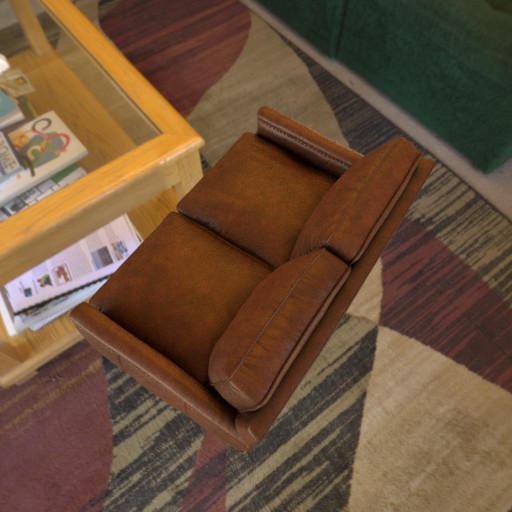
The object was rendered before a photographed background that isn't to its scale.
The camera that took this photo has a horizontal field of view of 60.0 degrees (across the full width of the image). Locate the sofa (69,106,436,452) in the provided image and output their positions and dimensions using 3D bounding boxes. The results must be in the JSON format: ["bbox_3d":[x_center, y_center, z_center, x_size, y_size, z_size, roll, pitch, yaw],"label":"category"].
[{"bbox_3d":[0.000,0.000,2.262,1.083,1.003,1.628,31,66,15],"label":"sofa"}]
